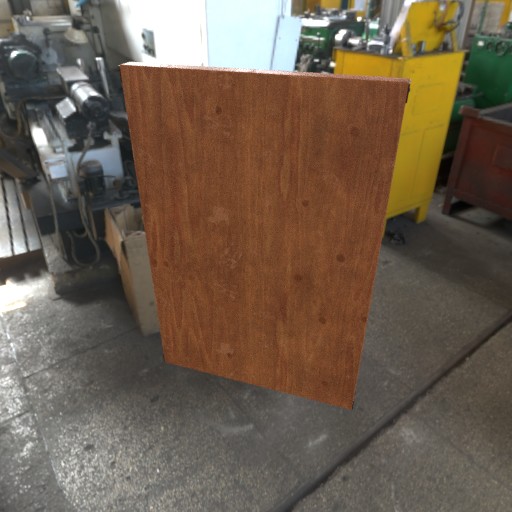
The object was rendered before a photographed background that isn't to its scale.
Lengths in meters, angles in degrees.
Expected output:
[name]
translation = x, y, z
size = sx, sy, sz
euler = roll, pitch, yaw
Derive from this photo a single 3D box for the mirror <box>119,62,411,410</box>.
[mirror]
translation = 0.000, 0.000, 0.970
size = 0.517, 0.761, 0.053
euler = 10, 34, 15
